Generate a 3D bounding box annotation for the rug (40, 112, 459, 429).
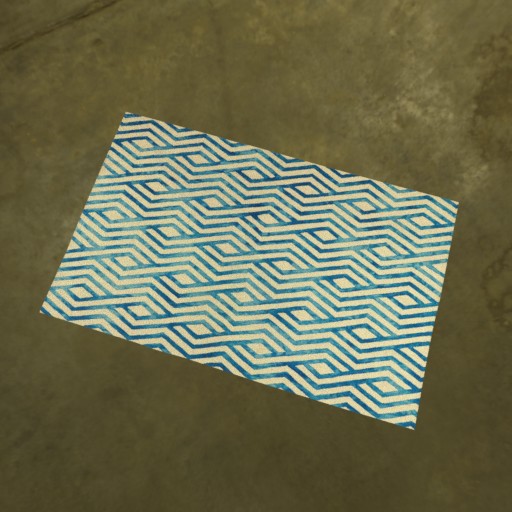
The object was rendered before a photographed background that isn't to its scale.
[{"bbox_3d":[0.000,0.000,2.937,2.439,0.008,1.531,16,75,4],"label":"rug"}]
